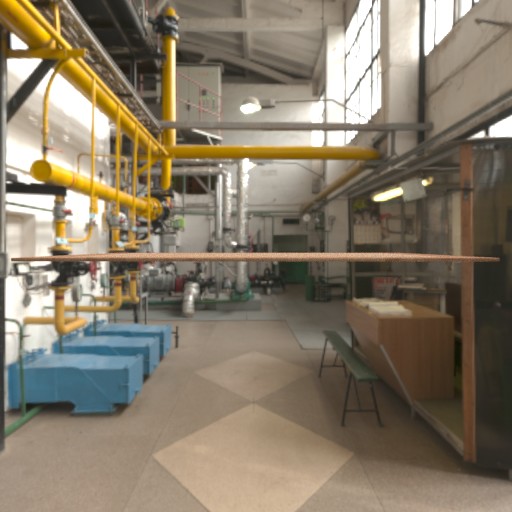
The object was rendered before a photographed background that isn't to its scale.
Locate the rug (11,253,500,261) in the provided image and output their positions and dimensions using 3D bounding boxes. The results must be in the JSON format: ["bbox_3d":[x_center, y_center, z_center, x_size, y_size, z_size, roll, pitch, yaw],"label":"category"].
[{"bbox_3d":[0.000,0.000,2.262,1.829,0.014,1.219,0,1,1],"label":"rug"}]
